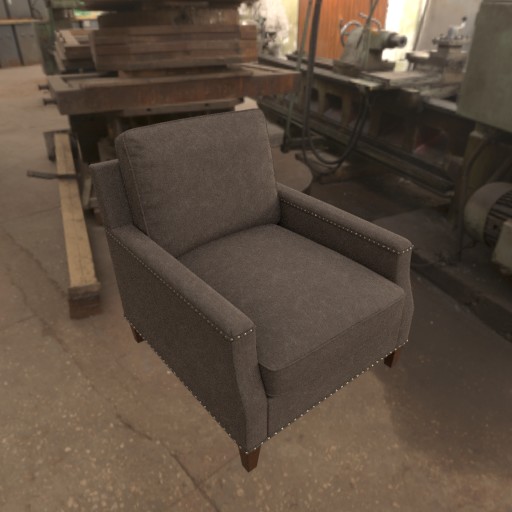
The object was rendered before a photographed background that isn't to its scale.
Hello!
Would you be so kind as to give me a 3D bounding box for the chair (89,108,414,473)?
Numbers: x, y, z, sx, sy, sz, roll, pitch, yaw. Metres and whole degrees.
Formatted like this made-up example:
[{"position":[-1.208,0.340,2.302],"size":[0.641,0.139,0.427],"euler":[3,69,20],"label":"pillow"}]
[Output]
[{"position":[0.000,0.000,1.747],"size":[0.853,0.948,1.014],"euler":[-22,37,-33],"label":"chair"}]
